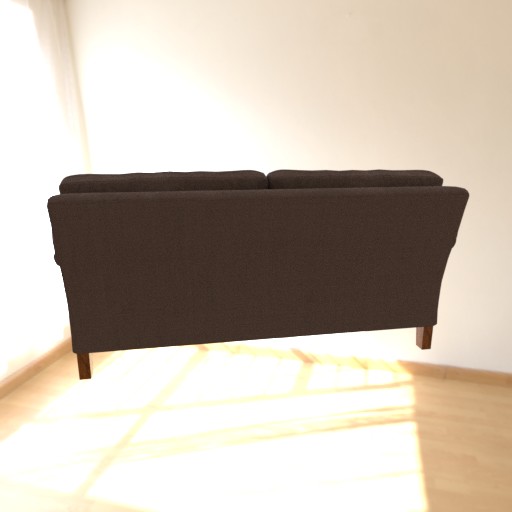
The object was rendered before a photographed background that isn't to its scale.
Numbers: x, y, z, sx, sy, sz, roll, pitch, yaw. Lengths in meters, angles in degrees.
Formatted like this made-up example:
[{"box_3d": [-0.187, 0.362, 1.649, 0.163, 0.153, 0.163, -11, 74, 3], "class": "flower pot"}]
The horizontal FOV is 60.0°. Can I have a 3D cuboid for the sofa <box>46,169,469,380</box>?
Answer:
[{"box_3d": [0.000, 0.000, 2.757, 2.165, 1.087, 1.086, -3, 15, -10], "class": "sofa"}]
